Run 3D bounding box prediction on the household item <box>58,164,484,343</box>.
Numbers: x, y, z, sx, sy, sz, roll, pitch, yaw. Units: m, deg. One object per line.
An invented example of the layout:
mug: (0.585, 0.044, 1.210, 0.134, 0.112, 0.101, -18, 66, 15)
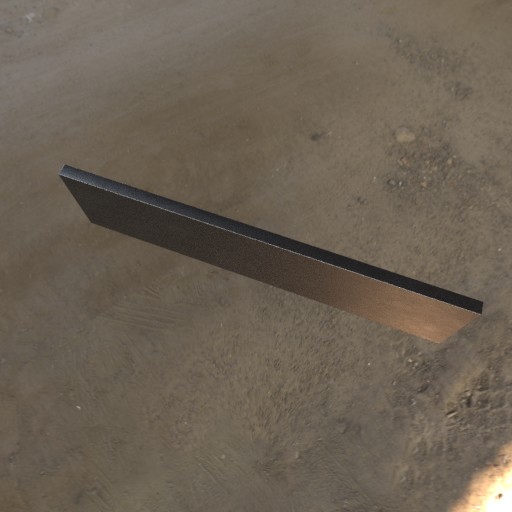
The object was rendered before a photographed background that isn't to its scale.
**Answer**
household item: (0.000, 0.000, 1.098, 1.001, 0.236, 0.030, 19, 66, 9)
